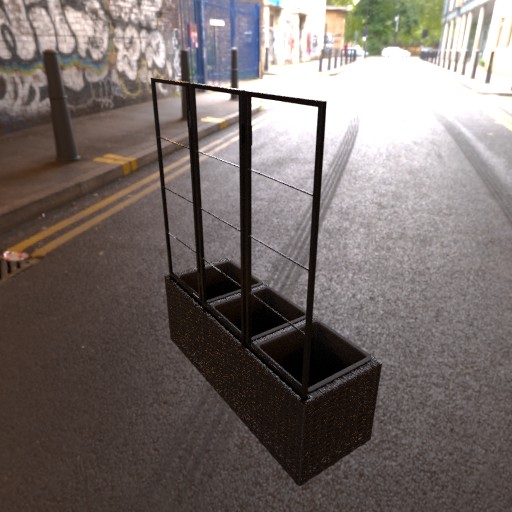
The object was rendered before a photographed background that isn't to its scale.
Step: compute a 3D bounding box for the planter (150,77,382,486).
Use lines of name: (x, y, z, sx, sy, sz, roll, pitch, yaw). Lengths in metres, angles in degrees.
planter: (0.000, 0.000, 1.158, 0.244, 0.841, 0.698, -17, 30, -31)
